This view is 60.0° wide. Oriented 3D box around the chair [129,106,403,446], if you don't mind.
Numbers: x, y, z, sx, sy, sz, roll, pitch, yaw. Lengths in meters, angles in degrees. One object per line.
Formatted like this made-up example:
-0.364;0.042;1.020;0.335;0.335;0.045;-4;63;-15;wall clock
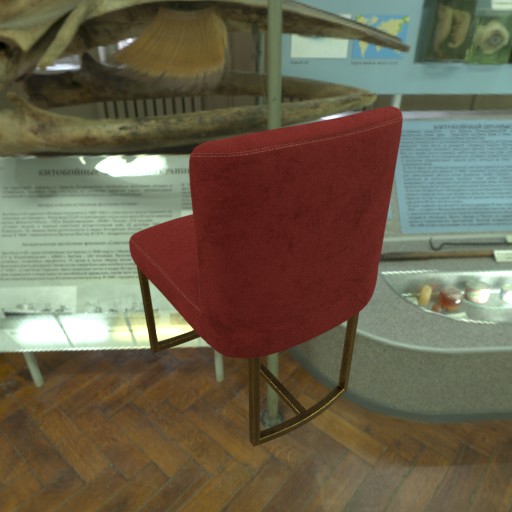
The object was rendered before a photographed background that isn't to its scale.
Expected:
0.000;0.000;1.189;0.530;0.824;0.560;-20;37;-28;chair
